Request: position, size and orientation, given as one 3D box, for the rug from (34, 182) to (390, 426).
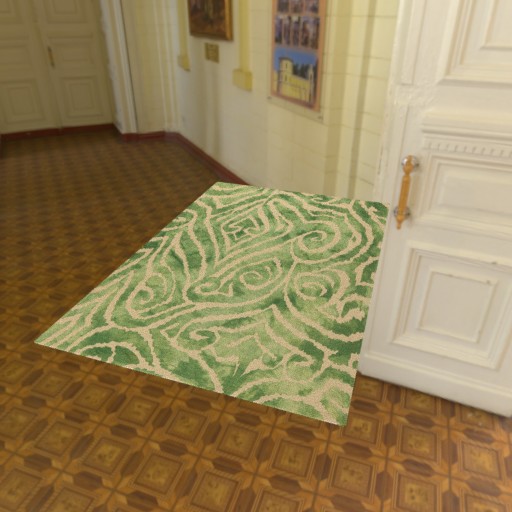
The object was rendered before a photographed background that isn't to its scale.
[{"bbox_3d":[0.000,0.000,2.314,1.220,0.006,1.826,10,32,16],"label":"rug"}]
